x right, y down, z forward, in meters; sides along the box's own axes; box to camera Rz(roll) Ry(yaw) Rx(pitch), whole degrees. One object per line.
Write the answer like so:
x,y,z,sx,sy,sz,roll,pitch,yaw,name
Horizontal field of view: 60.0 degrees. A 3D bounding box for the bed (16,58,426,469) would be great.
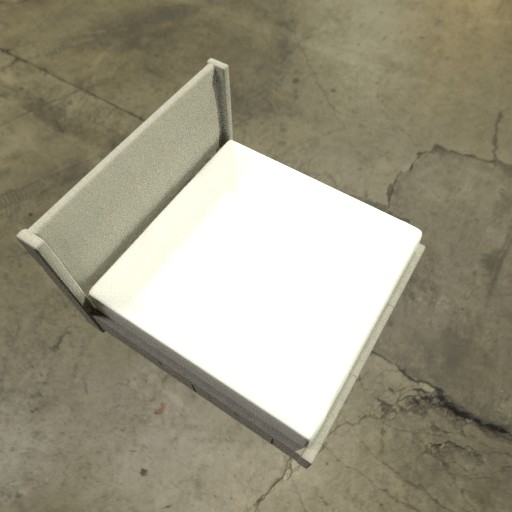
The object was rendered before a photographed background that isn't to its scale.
0.000,0.000,3.586,2.280,1.470,2.140,29,64,16,bed
